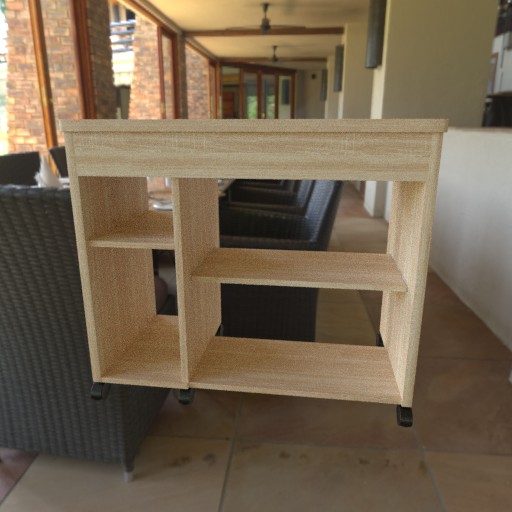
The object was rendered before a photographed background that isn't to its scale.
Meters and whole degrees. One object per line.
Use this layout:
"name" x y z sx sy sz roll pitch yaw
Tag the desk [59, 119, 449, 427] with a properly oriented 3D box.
"desk" 0.000 0.000 1.312 0.884 0.770 0.480 2 17 8
